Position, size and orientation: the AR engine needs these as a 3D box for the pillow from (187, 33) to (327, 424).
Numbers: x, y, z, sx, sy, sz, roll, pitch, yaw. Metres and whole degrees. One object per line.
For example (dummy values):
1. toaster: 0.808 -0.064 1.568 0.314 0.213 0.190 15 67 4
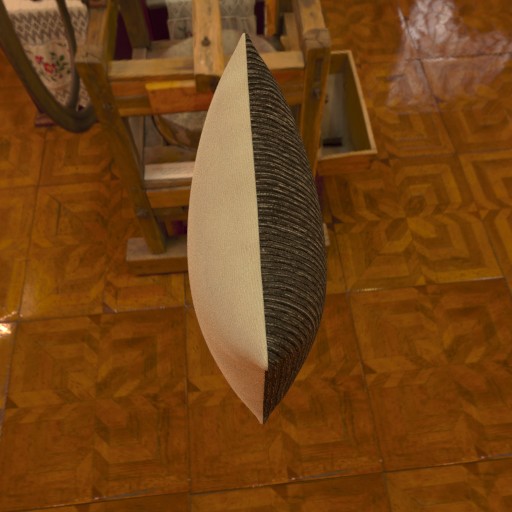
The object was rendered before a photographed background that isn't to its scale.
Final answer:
1. pillow: 0.000 0.000 0.666 0.196 0.434 0.433 -3 63 -2
